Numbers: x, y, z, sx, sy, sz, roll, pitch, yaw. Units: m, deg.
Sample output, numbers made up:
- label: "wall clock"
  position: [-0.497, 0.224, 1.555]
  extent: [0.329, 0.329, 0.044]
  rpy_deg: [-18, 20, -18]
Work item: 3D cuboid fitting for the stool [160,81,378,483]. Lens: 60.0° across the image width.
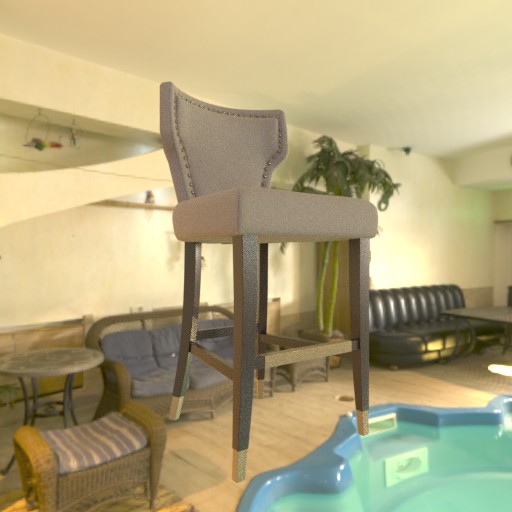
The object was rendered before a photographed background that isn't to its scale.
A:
- label: "stool"
  position: [0.000, 0.000, 1.407]
  extent: [0.526, 1.092, 0.563]
  rpy_deg: [0, 1, -36]
